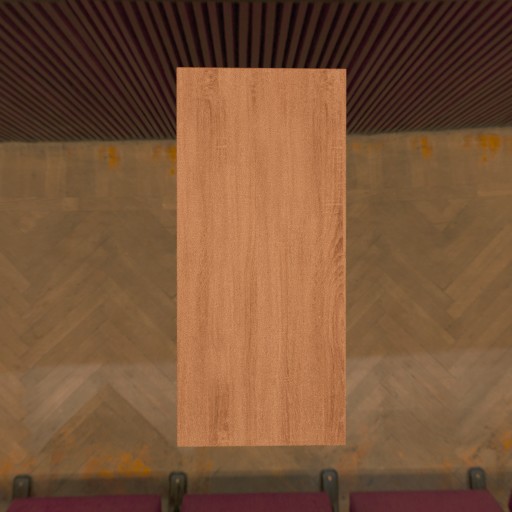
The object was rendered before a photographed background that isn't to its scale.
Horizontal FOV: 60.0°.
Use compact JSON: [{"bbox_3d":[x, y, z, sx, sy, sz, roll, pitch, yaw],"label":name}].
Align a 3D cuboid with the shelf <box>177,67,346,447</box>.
[{"bbox_3d":[0.000,0.000,1.867,0.450,1.390,1.000,0,90,-1],"label":"shelf"}]
